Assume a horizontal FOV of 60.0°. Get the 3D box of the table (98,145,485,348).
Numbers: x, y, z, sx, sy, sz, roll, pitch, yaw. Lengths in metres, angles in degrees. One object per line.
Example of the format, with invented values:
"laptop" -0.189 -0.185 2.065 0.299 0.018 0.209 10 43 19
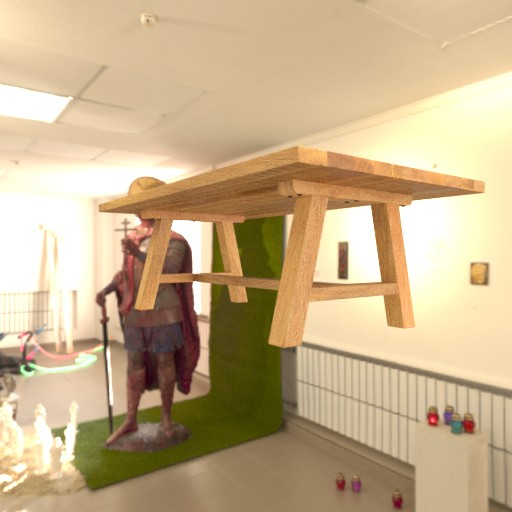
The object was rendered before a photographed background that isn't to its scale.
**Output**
"table" 0.000 0.000 1.656 0.760 0.455 1.320 0 0 -36
